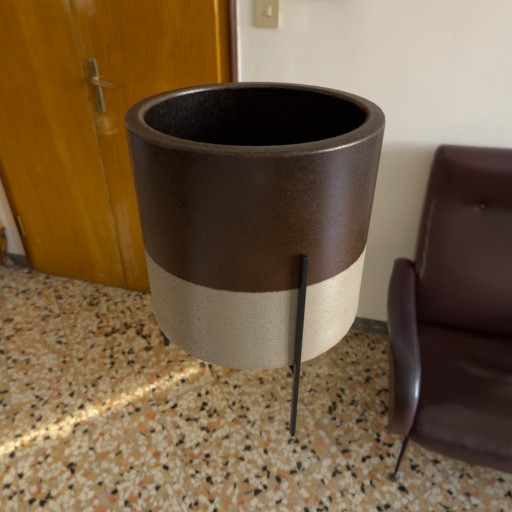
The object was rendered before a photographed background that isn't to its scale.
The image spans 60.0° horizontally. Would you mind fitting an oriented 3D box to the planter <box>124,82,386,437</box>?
[{"bbox_3d":[0.000,0.000,0.716,0.345,0.465,0.354,-11,34,-16],"label":"planter"}]
